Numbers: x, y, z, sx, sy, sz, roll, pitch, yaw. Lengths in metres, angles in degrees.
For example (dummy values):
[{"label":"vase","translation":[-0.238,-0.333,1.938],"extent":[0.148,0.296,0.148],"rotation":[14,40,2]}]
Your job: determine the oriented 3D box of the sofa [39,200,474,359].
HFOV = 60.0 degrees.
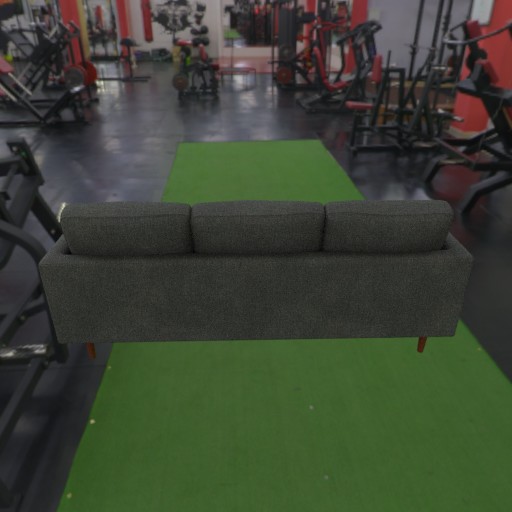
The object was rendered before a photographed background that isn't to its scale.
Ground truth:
[{"label":"sofa","translation":[0.000,0.000,2.726],"extent":[2.246,0.930,0.903],"rotation":[-1,28,-1]}]
